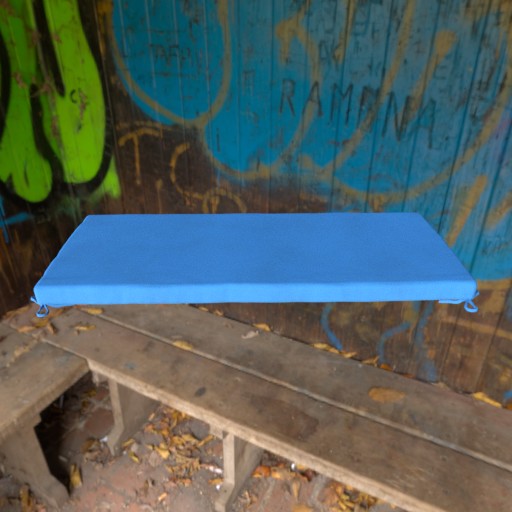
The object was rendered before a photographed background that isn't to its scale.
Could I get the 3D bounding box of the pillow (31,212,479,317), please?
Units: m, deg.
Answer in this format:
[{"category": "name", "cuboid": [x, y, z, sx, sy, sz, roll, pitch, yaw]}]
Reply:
[{"category": "pillow", "cuboid": [0.000, 0.000, 1.320, 1.187, 0.081, 0.492, -1, 29, -1]}]
